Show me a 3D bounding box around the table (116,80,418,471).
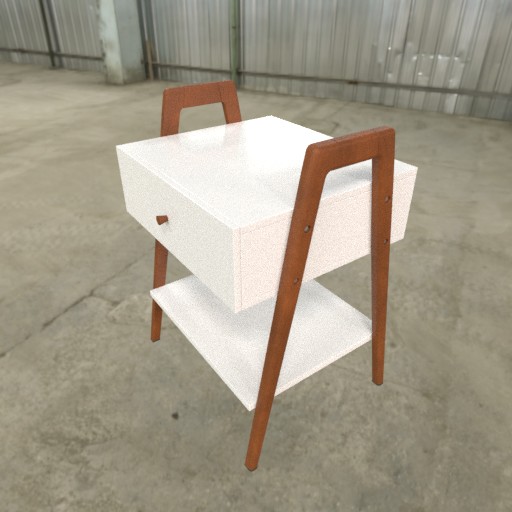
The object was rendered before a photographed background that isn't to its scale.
[{"bbox_3d":[0.000,0.000,0.923,0.405,0.610,0.457,-21,38,-30],"label":"table"}]
